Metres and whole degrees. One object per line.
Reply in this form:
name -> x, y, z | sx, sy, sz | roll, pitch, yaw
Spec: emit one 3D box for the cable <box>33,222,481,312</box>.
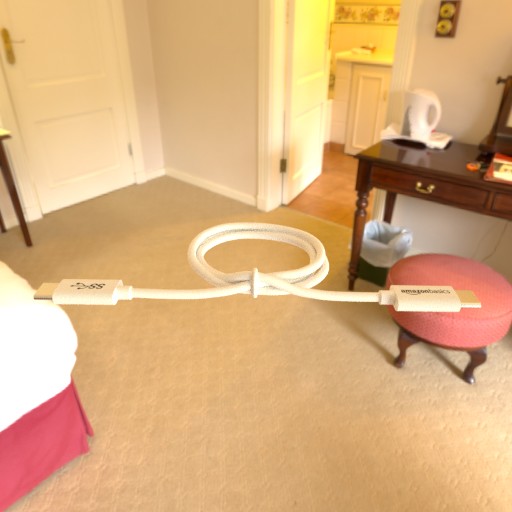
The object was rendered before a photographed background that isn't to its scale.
cable -> 0.000, 0.000, 0.211 | 0.186, 0.014, 0.070 | 1, 30, 1
